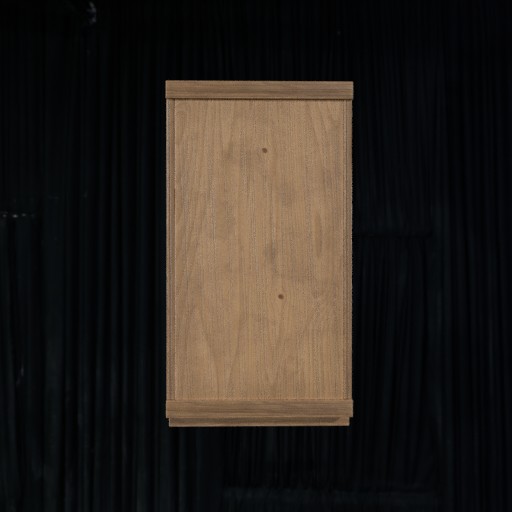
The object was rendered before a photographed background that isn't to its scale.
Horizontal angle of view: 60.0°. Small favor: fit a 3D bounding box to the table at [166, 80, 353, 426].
[{"bbox_3d":[0.000,0.000,1.547,0.410,0.771,1.151,0,0,-1],"label":"table"}]
